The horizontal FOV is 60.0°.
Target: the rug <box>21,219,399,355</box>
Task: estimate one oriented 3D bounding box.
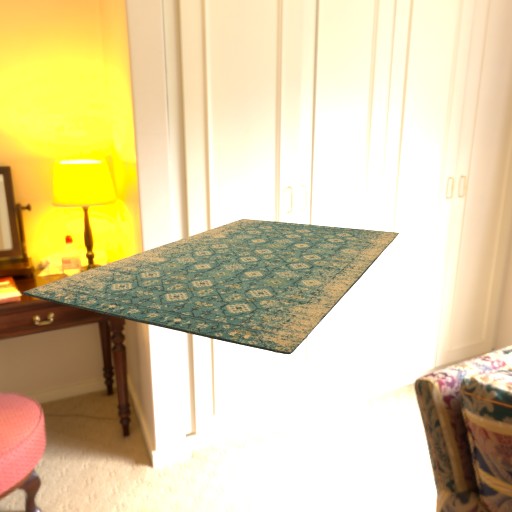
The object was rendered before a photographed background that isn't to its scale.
[{"bbox_3d":[0.000,0.000,2.204,1.102,0.008,1.795,7,17,26],"label":"rug"}]
